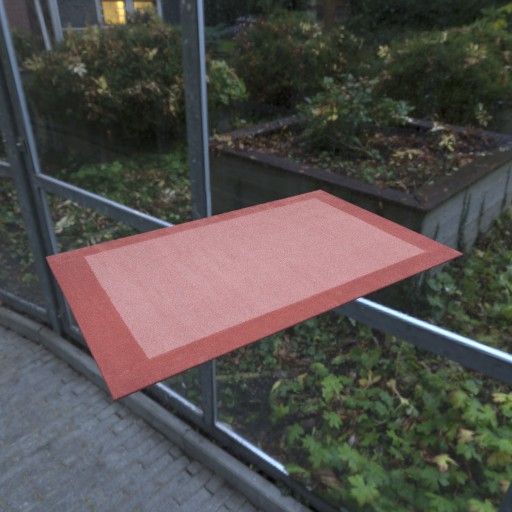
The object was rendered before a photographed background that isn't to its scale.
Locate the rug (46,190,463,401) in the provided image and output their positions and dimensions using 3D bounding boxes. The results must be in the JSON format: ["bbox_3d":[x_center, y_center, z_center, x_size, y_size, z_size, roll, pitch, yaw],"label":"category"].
[{"bbox_3d":[0.000,0.000,3.045,2.438,0.014,1.524,-17,33,-29],"label":"rug"}]
